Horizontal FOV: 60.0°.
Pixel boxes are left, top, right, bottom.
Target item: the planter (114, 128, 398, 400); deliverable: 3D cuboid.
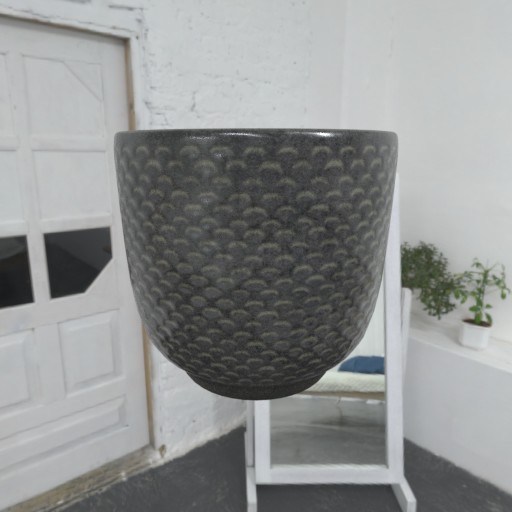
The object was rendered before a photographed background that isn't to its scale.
[{"bbox_3d":[0.000,0.000,0.241,0.140,0.129,0.140,0,14,0],"label":"planter"}]
